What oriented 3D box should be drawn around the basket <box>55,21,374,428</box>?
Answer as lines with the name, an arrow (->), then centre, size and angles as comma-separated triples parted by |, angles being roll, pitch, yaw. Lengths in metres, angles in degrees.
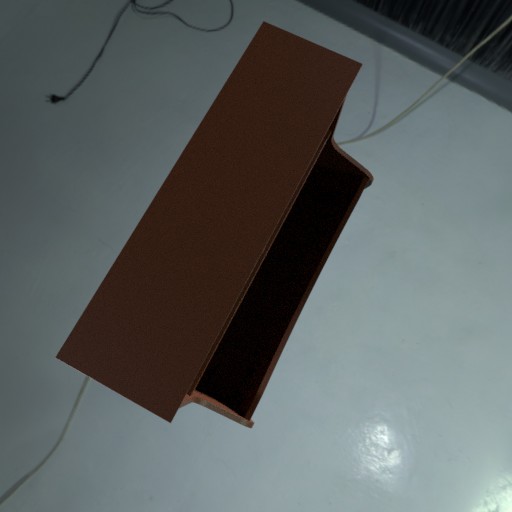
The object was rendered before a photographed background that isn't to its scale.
basket -> 0.000, 0.000, 1.140 | 0.376, 0.625, 0.792 | 27, 77, 7
